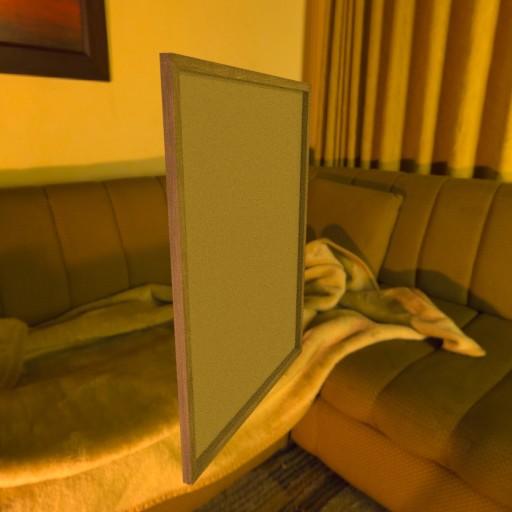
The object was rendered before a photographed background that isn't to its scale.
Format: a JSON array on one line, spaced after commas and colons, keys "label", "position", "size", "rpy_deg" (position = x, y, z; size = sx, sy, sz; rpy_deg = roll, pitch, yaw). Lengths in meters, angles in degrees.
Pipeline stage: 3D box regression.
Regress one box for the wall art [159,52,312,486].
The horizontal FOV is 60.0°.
[{"label": "wall art", "position": [0.000, 0.000, 1.331], "size": [0.035, 1.022, 0.781], "rpy_deg": [8, 18, 25]}]
